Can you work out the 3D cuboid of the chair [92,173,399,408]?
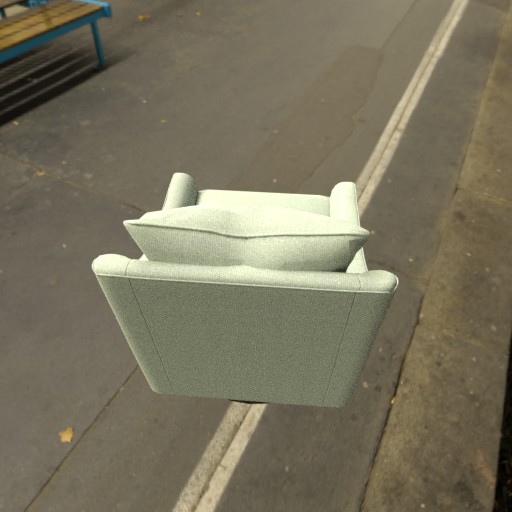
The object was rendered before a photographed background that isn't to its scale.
[{"bbox_3d":[0.000,0.000,1.602,0.760,0.926,0.870,3,46,3],"label":"chair"}]
